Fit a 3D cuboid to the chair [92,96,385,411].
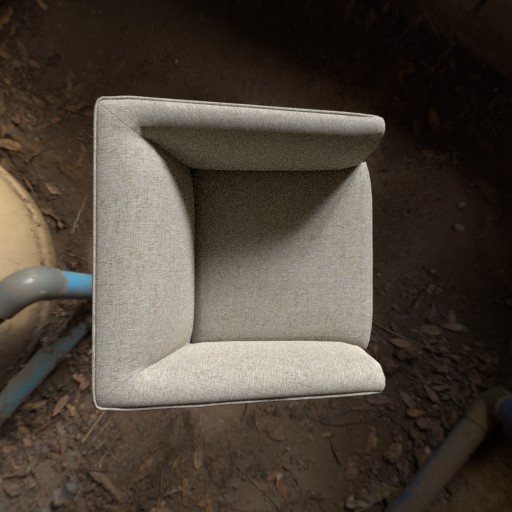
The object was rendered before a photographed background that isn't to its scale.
[{"bbox_3d":[0.000,0.000,1.226,0.623,0.760,0.628,0,89,1],"label":"chair"}]
